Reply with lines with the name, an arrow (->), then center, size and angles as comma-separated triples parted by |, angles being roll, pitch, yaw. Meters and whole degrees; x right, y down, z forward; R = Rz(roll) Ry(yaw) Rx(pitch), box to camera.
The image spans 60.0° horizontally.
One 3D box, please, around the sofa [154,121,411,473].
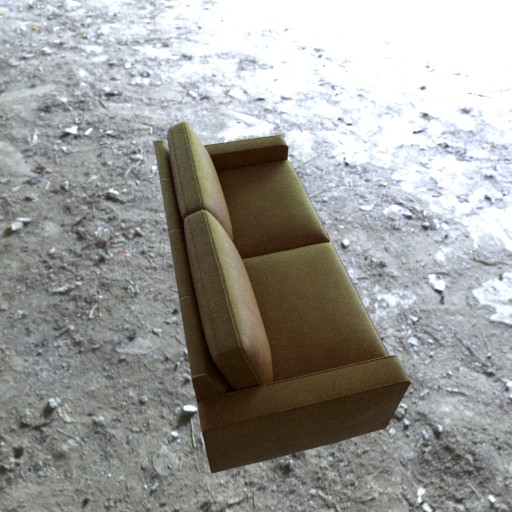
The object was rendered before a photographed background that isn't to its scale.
sofa -> 0.000, 0.000, 2.727 | 0.991, 0.928, 2.156 | -10, 48, -9
